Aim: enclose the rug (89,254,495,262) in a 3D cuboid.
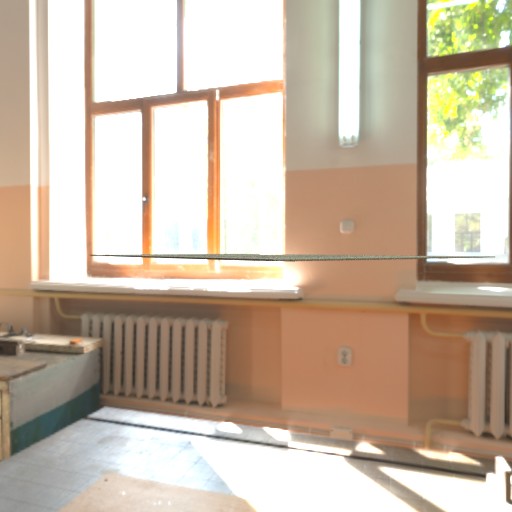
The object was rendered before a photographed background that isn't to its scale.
[{"bbox_3d":[0.000,0.000,4.185,2.143,0.015,3.422,-1,1,-36],"label":"rug"}]
